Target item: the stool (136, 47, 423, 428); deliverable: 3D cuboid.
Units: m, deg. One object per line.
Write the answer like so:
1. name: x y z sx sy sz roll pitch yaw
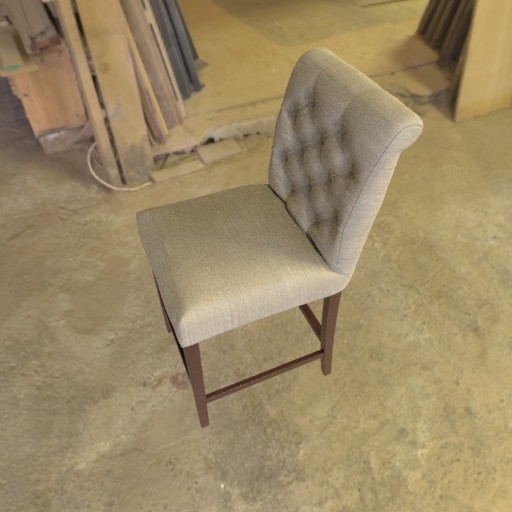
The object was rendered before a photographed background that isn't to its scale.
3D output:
1. stool: 0.000 0.000 1.435 0.660 1.084 0.486 -17 49 -16
